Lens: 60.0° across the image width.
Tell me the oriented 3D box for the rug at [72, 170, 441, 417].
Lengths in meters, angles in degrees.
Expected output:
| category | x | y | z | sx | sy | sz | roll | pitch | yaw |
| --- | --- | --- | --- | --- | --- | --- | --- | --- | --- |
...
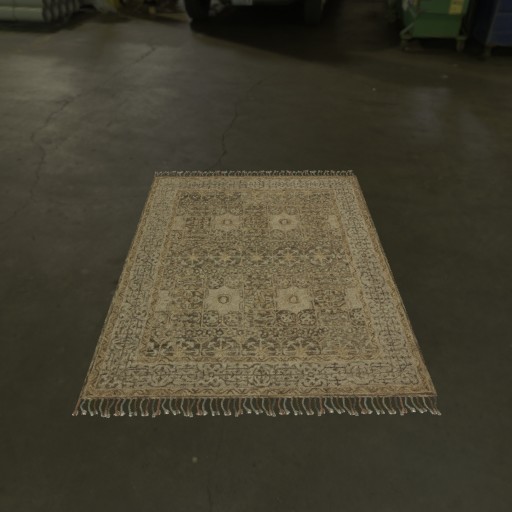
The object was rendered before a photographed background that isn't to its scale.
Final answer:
| category | x | y | z | sx | sy | sz | roll | pitch | yaw |
| --- | --- | --- | --- | --- | --- | --- | --- | --- | --- |
| rug | 0.000 | 0.000 | 4.160 | 2.431 | 0.017 | 3.291 | 0 | 39 | 0 |
